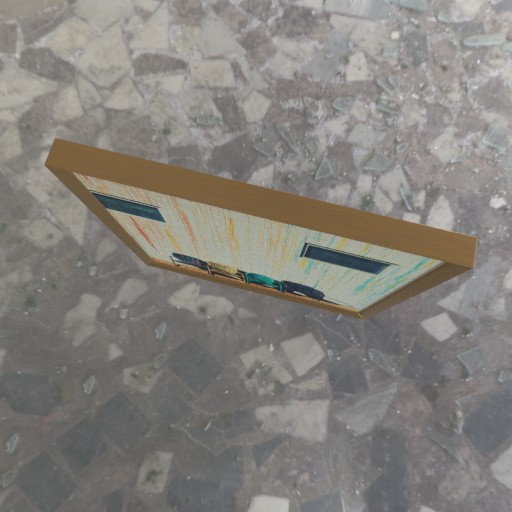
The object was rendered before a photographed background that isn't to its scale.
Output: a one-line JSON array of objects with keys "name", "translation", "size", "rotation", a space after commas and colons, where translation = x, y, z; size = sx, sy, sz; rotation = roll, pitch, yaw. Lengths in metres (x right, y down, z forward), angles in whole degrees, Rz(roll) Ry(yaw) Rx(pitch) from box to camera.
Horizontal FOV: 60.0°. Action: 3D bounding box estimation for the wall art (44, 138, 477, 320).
[{"name": "wall art", "translation": [0.000, 0.000, 0.754], "size": [0.505, 0.505, 0.037], "rotation": [14, 76, 4]}]
